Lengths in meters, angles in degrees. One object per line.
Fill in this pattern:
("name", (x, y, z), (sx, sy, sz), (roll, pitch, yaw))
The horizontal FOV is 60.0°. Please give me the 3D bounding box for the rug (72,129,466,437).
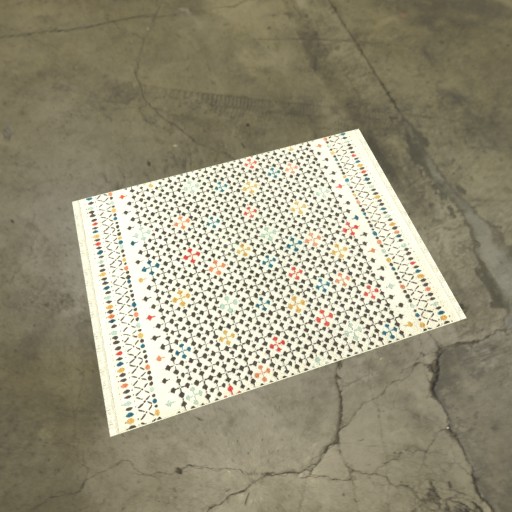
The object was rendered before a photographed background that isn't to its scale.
("rug", (0.000, 0.000, 2.071), (1.556, 0.006, 1.146), (-16, 64, -8))
